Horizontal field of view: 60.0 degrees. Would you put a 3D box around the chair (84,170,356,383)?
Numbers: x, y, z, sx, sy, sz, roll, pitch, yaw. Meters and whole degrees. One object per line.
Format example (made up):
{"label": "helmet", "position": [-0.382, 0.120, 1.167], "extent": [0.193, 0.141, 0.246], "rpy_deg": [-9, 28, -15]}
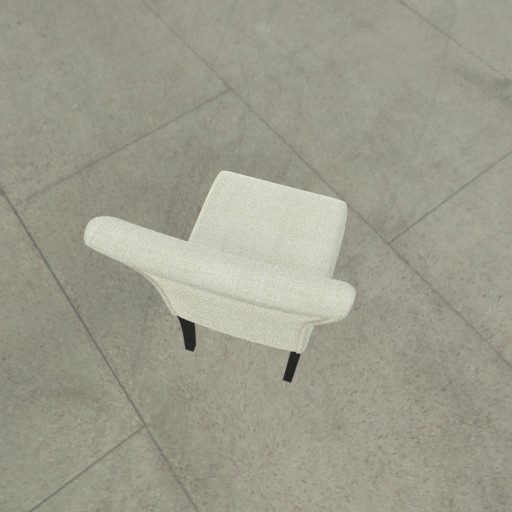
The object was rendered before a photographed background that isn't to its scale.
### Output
{"label": "chair", "position": [0.000, 0.000, 1.294], "extent": [0.509, 0.921, 0.597], "rpy_deg": [16, 65, 8]}
